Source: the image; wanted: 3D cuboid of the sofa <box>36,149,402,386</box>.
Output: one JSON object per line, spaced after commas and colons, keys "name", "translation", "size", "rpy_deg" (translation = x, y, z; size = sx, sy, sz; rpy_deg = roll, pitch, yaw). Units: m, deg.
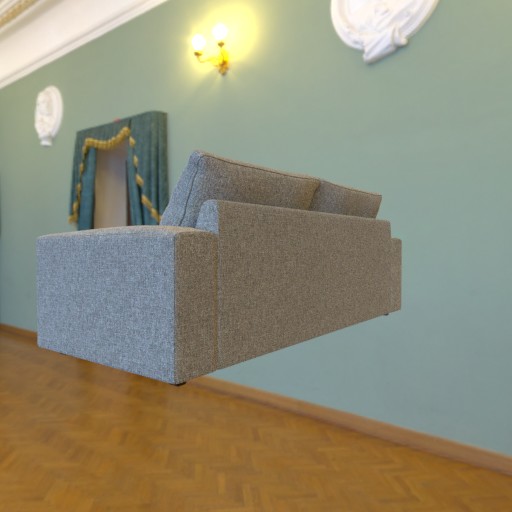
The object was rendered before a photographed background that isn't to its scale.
{"name": "sofa", "translation": [0.000, 0.000, 2.761], "size": [1.040, 0.922, 2.299], "rpy_deg": [1, 2, 37]}
